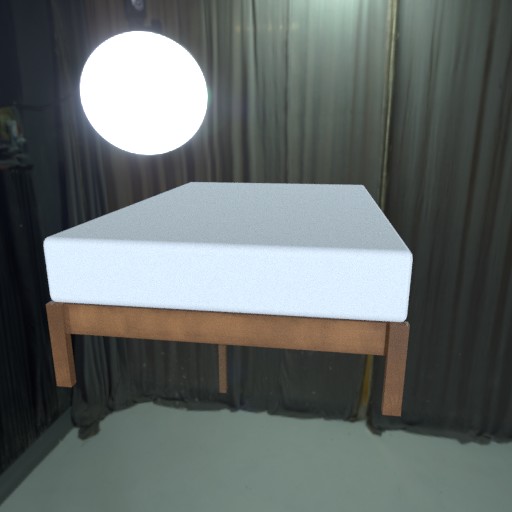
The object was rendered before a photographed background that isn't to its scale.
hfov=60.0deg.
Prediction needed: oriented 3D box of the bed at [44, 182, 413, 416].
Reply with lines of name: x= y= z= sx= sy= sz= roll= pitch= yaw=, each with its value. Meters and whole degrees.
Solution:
bed: x=0.000 y=0.000 z=2.539 sx=1.348 sy=0.616 sz=1.927 roll=2 pitch=16 yaw=8
